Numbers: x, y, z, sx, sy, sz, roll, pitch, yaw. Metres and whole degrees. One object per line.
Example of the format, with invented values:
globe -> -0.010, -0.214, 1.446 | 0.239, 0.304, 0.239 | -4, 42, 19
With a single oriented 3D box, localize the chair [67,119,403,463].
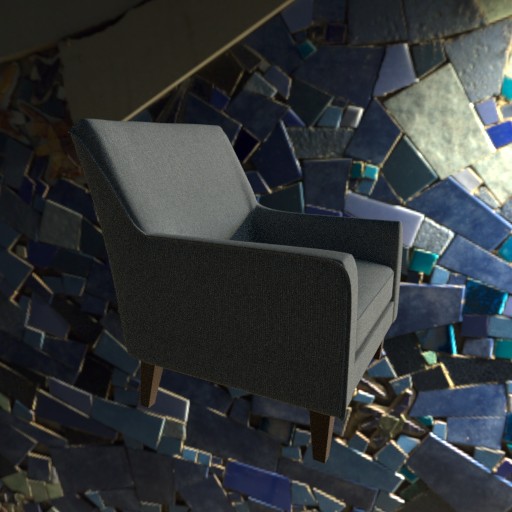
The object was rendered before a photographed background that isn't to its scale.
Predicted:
chair -> 0.000, 0.000, 1.567 | 0.899, 0.919, 0.780 | 7, 16, 26
